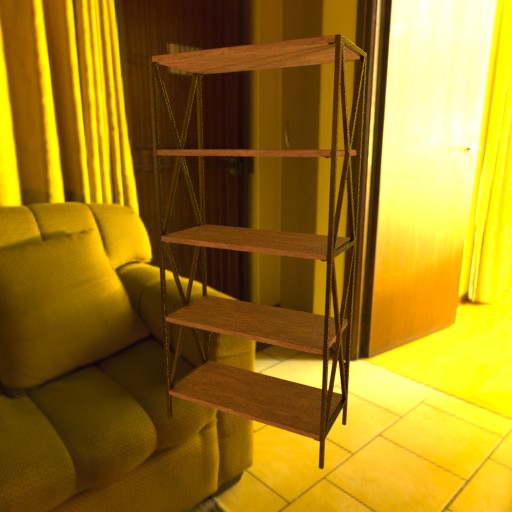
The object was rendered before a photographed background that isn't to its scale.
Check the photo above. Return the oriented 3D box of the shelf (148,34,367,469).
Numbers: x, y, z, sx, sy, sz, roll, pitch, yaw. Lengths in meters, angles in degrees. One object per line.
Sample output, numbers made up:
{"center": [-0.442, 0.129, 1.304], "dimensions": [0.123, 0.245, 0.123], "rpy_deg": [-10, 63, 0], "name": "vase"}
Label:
{"center": [0.000, 0.000, 2.148], "dimensions": [0.874, 1.803, 0.386], "rpy_deg": [7, 15, 26], "name": "shelf"}
